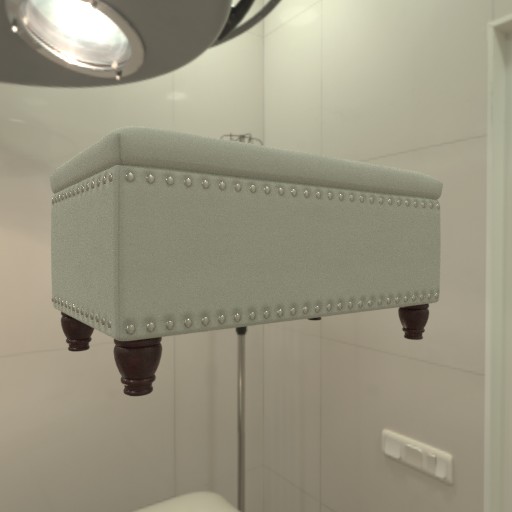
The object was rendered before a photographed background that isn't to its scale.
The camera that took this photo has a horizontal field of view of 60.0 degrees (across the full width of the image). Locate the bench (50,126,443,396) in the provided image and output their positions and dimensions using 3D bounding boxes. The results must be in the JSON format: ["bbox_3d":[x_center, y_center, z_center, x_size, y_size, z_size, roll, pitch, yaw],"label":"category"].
[{"bbox_3d":[0.000,0.000,1.135,0.887,0.449,0.500,-1,1,-36],"label":"bench"}]
